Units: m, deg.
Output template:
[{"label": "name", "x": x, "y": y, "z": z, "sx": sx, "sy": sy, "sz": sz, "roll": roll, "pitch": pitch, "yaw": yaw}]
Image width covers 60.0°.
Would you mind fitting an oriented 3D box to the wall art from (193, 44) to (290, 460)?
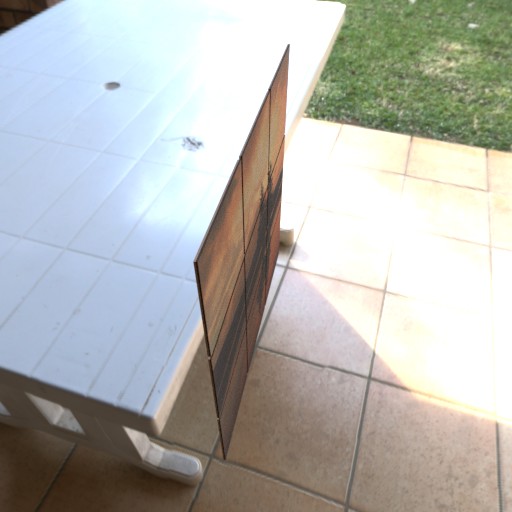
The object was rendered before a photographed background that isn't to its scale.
[{"label": "wall art", "x": 0.000, "y": 0.000, "z": 2.264, "sx": 0.013, "sy": 1.525, "sz": 1.520, "roll": 9, "pitch": 47, "yaw": 9}]
